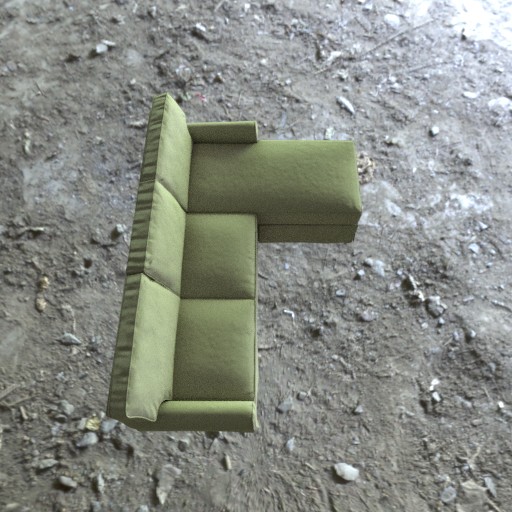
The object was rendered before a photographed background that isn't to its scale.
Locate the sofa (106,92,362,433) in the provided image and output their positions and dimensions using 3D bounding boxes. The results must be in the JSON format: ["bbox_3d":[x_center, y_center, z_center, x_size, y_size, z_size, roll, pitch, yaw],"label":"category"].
[{"bbox_3d":[0.000,0.000,3.342,1.733,0.978,2.475,0,64,0],"label":"sofa"}]
